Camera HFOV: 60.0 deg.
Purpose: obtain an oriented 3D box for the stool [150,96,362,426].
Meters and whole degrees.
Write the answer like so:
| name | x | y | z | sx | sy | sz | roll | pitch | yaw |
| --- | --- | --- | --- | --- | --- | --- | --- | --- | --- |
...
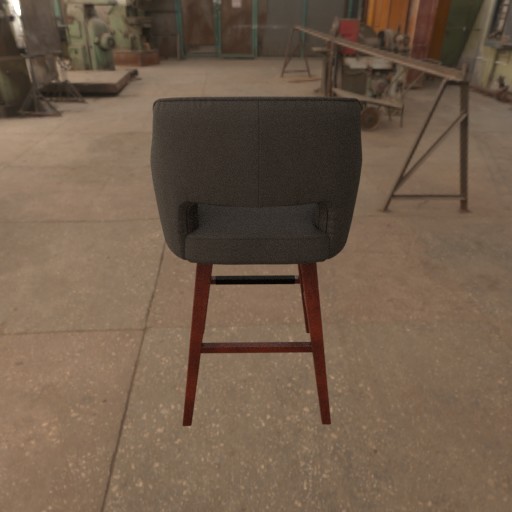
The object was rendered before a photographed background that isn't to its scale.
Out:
| name | x | y | z | sx | sy | sz | roll | pitch | yaw |
| --- | --- | --- | --- | --- | --- | --- | --- | --- | --- |
| stool | 0.000 | 0.000 | 1.343 | 0.548 | 1.012 | 0.558 | 0 | 30 | -1 |
